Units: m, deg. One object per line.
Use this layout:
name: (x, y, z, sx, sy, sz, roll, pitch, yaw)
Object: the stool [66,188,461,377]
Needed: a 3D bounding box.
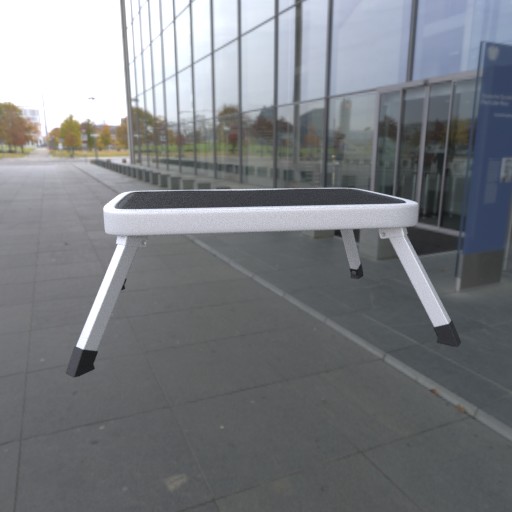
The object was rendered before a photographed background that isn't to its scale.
stool: (0.000, 0.000, 0.631, 0.460, 0.170, 0.320, -2, 14, -9)
